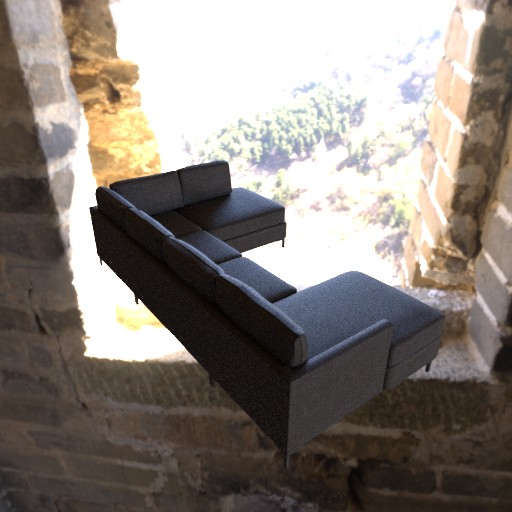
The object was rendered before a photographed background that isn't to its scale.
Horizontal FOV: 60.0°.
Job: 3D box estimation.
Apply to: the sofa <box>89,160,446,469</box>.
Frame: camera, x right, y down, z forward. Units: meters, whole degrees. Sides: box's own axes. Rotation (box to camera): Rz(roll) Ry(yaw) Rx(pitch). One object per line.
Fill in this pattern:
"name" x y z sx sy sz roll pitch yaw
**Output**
"sofa" 0.000 0.000 4.270 2.048 0.999 3.423 -19 33 -32
